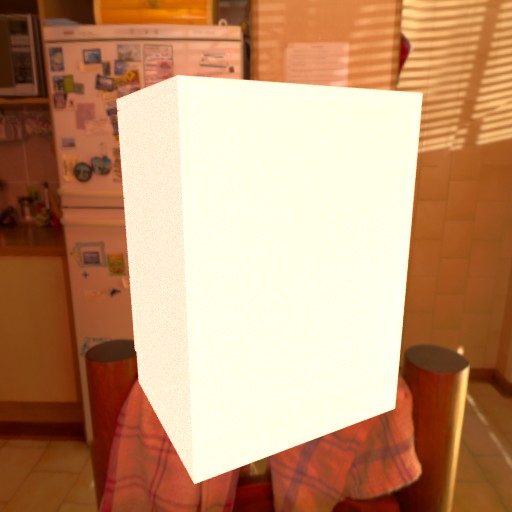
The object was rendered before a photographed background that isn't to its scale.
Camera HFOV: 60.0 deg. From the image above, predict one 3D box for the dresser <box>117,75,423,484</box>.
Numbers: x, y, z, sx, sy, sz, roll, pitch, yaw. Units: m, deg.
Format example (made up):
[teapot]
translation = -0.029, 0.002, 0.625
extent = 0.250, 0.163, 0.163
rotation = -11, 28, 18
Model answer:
[dresser]
translation = 0.000, 0.000, 0.825
extent = 0.400, 0.560, 0.360
rotation = -8, 16, -27
